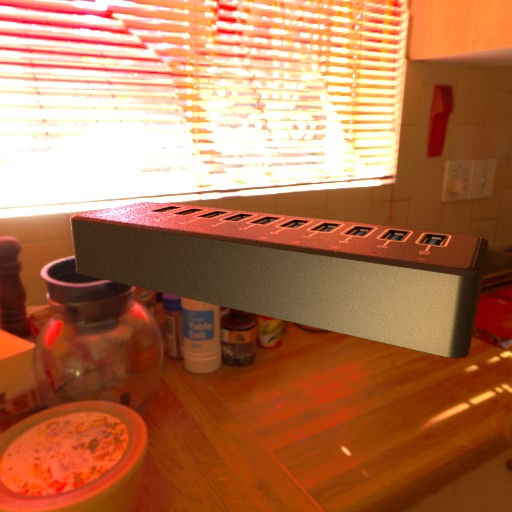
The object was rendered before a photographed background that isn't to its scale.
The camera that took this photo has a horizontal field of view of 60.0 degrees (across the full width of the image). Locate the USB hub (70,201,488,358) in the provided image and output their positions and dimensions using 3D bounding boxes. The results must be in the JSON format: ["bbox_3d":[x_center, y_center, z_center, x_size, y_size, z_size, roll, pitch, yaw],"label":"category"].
[{"bbox_3d":[0.000,0.000,0.159,0.145,0.023,0.044,9,19,28],"label":"USB hub"}]
